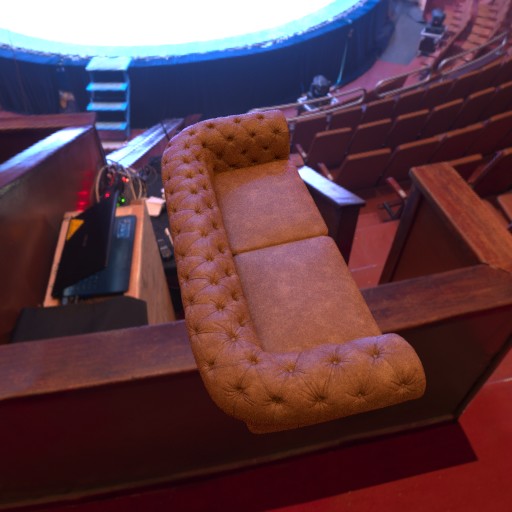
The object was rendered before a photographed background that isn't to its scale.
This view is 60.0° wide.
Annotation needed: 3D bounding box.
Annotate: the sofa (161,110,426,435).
[{"bbox_3d":[0.000,0.000,2.803,0.989,0.760,2.365,-10,48,-9],"label":"sofa"}]
